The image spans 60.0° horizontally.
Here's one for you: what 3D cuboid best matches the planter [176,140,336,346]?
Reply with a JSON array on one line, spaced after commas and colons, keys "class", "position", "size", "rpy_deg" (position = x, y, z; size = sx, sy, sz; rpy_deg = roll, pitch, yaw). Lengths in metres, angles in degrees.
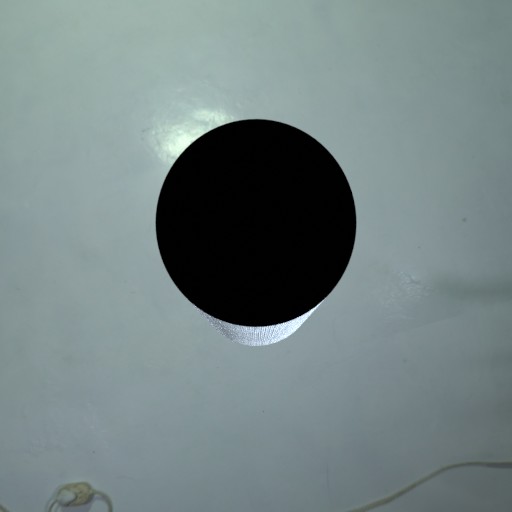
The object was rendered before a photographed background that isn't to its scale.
[{"class": "planter", "position": [0.000, 0.000, 0.128], "size": [0.045, 0.103, 0.045], "rpy_deg": [-18, 76, -5]}]
